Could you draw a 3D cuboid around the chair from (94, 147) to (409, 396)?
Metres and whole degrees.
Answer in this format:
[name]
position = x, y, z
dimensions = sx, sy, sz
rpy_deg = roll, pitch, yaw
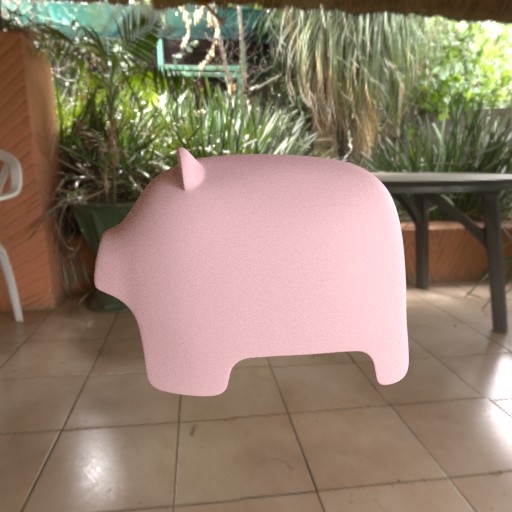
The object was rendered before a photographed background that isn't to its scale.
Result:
[chair]
position = 0.000, 0.000, 0.897
dimensions = 0.619, 0.423, 0.364
rpy_deg = -2, 13, -9
